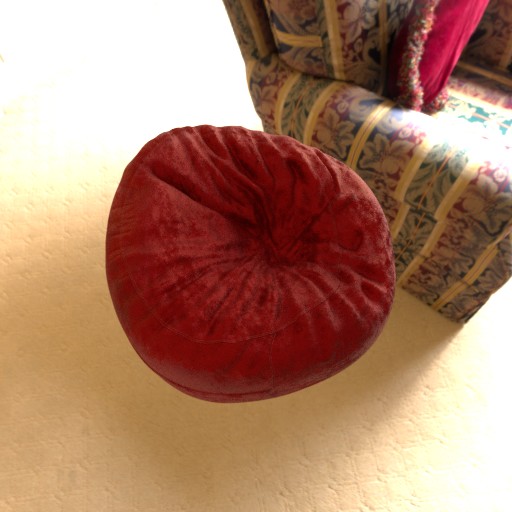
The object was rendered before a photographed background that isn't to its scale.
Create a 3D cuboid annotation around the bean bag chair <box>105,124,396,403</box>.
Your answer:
[{"bbox_3d":[0.000,0.000,2.443,1.524,0.878,1.524,-1,63,-1],"label":"bean bag chair"}]
